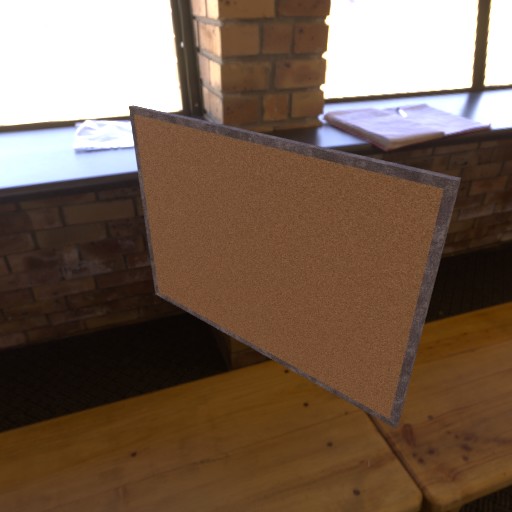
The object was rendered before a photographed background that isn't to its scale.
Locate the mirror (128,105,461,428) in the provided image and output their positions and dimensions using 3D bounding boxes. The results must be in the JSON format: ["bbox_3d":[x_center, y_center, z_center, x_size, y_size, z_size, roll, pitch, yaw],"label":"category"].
[{"bbox_3d":[0.000,0.000,1.436,1.101,0.795,0.022,23,38,32],"label":"mirror"}]
